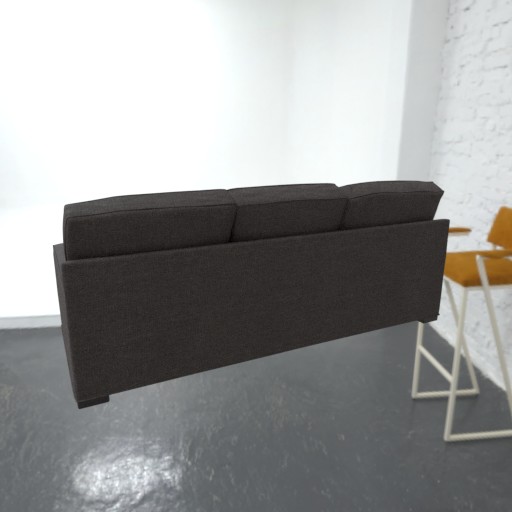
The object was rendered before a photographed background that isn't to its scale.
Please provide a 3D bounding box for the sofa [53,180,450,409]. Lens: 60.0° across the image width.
[{"bbox_3d":[0.000,0.000,2.874,2.369,0.978,1.004,-7,17,-26],"label":"sofa"}]
